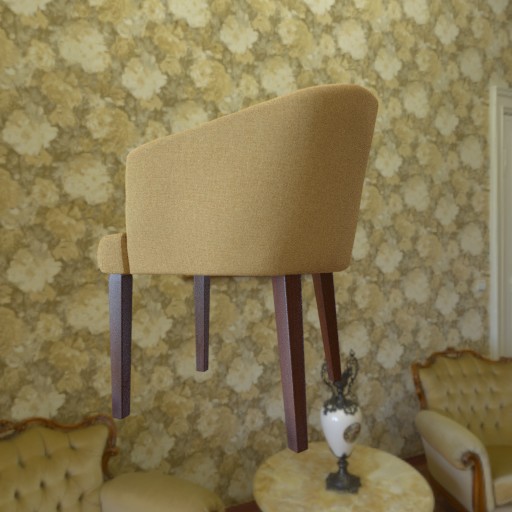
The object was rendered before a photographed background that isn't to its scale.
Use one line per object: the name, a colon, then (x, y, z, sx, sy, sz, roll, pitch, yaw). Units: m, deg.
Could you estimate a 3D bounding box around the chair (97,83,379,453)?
chair: (0.000, 0.000, 1.233, 0.655, 0.811, 0.583, 0, 1, 20)
